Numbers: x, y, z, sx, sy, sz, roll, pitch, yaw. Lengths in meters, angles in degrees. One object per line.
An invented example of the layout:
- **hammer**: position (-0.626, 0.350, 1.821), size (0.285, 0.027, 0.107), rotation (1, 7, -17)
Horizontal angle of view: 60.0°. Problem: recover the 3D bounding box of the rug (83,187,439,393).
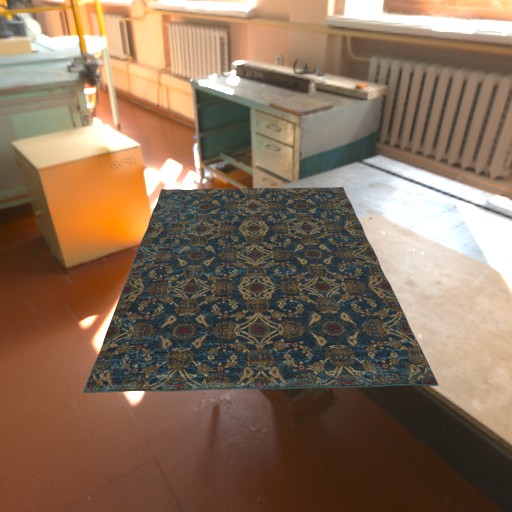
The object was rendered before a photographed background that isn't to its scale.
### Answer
- **rug**: position (0.000, 0.000, 4.297), size (2.337, 0.013, 3.291), rotation (-1, 32, -1)
